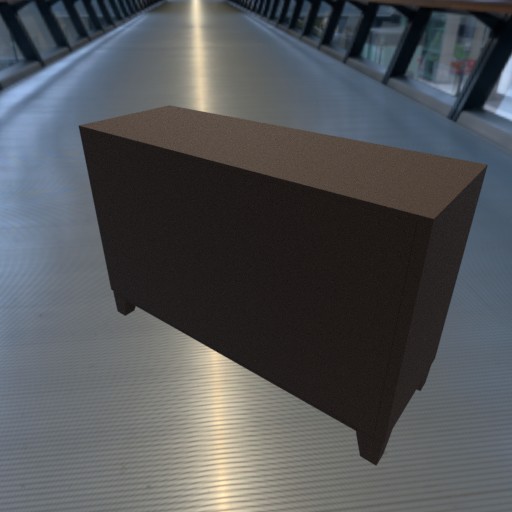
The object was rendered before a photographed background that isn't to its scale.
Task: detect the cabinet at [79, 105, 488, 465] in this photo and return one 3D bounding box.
[{"bbox_3d":[0.000,0.000,1.772,1.396,0.914,0.482,21,36,32],"label":"cabinet"}]
